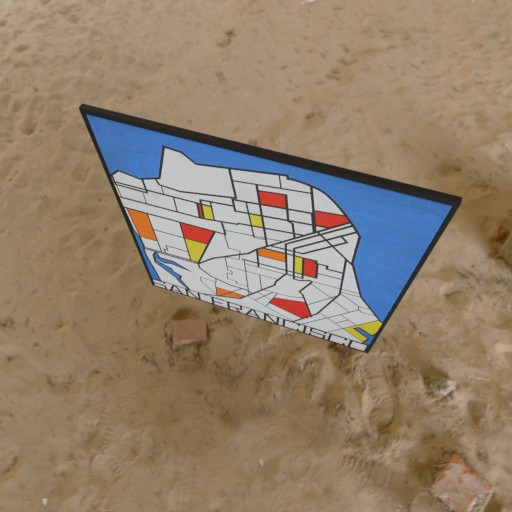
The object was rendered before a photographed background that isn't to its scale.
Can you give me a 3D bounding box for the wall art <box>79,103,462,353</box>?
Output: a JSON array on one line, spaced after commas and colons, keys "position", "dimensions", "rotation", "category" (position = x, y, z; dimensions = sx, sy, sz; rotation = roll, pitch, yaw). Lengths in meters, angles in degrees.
[{"position": [0.000, 0.000, 1.014], "dimensions": [0.664, 0.663, 0.015], "rotation": [16, 59, 10], "category": "wall art"}]
